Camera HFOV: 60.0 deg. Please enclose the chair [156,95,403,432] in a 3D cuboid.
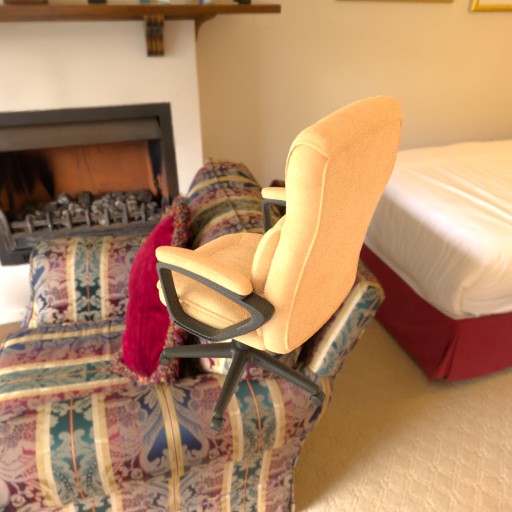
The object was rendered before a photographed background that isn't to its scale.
[{"bbox_3d":[0.000,0.000,1.538,0.724,1.105,0.667,20,37,30],"label":"chair"}]
